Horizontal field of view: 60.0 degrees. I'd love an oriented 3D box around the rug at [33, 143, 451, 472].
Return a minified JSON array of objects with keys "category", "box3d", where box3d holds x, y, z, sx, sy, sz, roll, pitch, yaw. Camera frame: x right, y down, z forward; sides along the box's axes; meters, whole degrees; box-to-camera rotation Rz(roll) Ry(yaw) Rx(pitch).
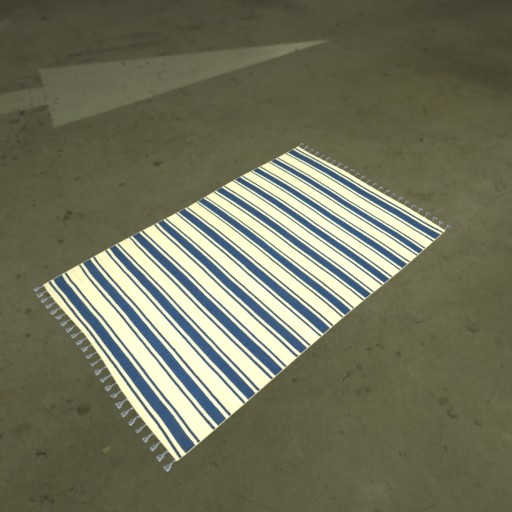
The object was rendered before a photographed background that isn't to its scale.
[{"category":"rug","box3d":[0.000,0.000,2.533,2.108,0.009,1.248,-34,55,-27]}]
